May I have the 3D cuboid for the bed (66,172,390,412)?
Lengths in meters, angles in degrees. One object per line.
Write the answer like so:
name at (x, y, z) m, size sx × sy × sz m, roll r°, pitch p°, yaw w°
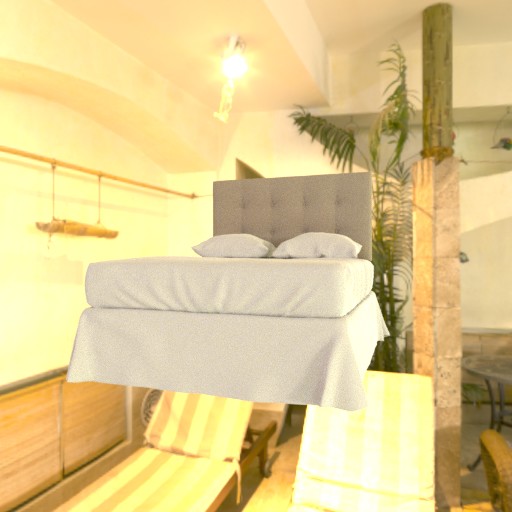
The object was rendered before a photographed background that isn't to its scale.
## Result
bed at (0.000, 0.000, 3.487) m, size 1.936 × 1.577 × 2.222 m, roll 0°, pitch 0°, yaw 19°
